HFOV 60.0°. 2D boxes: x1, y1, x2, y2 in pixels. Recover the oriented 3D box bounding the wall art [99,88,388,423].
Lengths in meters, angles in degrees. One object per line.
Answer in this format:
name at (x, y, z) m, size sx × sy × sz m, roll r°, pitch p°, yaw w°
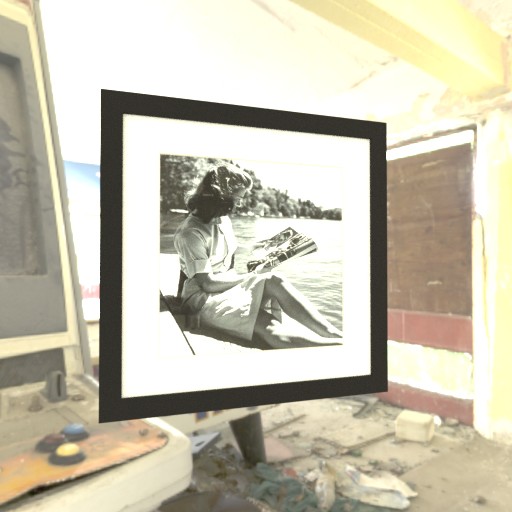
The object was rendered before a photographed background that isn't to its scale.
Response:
wall art at (0.000, 0.000, 0.694) m, size 0.462 × 0.458 × 0.030 m, roll 0°, pitch -1°, yaw -19°
